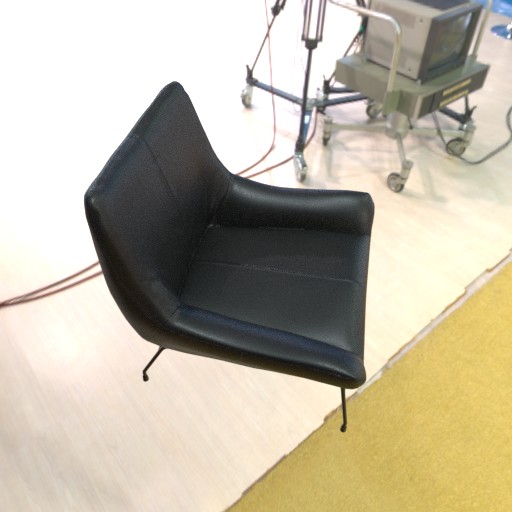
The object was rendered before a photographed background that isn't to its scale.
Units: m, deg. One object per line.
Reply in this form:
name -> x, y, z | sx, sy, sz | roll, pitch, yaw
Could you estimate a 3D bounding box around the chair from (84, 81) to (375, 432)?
chair -> 0.000, 0.000, 1.569 | 0.826, 0.922, 0.836 | 9, 48, 8
